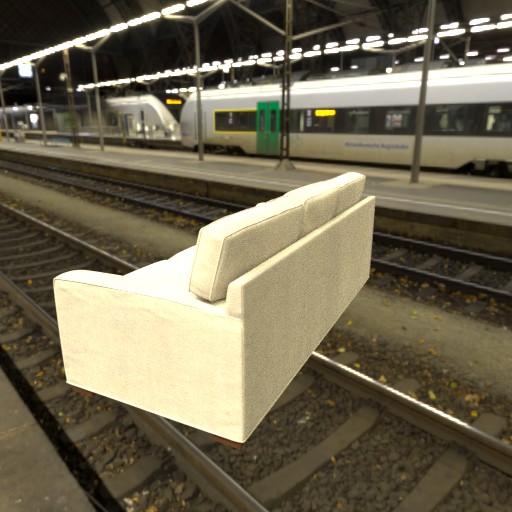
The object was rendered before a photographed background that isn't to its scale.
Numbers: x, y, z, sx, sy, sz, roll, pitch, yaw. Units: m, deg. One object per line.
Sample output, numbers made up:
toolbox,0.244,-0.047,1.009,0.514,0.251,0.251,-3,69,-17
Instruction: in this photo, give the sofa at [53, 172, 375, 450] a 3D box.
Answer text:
sofa,0.000,0.000,2.623,0.936,0.862,2.093,8,19,25
